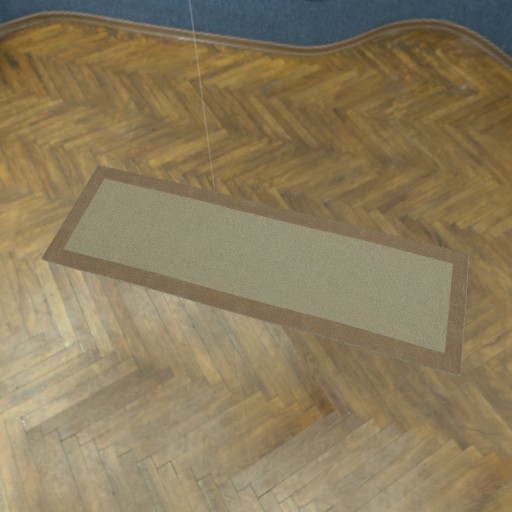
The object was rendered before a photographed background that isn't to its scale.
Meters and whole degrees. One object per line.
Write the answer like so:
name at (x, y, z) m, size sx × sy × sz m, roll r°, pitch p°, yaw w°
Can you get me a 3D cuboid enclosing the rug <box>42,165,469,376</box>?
rug at (0.000, 0.000, 2.634) m, size 2.430 × 0.012 × 0.767 m, roll 14°, pitch 62°, yaw 8°
